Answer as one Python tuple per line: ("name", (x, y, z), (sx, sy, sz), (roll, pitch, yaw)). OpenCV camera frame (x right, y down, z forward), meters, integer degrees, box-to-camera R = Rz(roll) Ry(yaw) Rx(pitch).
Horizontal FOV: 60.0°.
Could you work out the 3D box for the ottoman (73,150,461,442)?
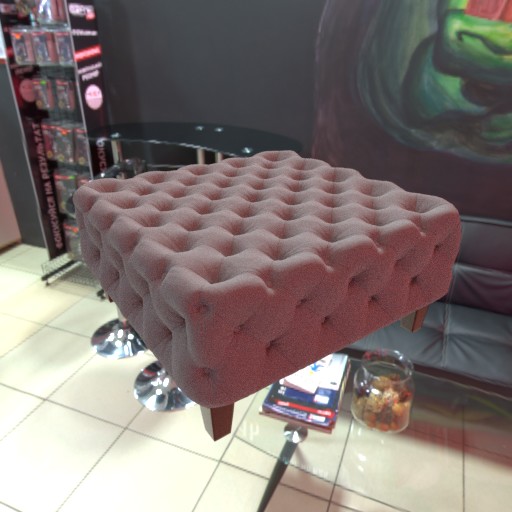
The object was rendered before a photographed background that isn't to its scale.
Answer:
("ottoman", (0.000, 0.000, 1.446), (0.917, 0.439, 0.911), (-18, 32, -31))
